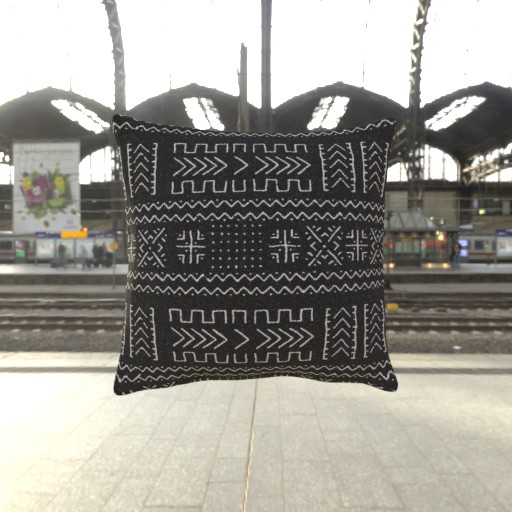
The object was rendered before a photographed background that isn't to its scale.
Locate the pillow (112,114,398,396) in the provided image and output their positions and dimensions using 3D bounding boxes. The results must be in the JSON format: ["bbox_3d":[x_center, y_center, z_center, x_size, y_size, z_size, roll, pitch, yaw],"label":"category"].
[{"bbox_3d":[0.000,0.000,0.678,0.438,0.430,0.164,0,1,0],"label":"pillow"}]
